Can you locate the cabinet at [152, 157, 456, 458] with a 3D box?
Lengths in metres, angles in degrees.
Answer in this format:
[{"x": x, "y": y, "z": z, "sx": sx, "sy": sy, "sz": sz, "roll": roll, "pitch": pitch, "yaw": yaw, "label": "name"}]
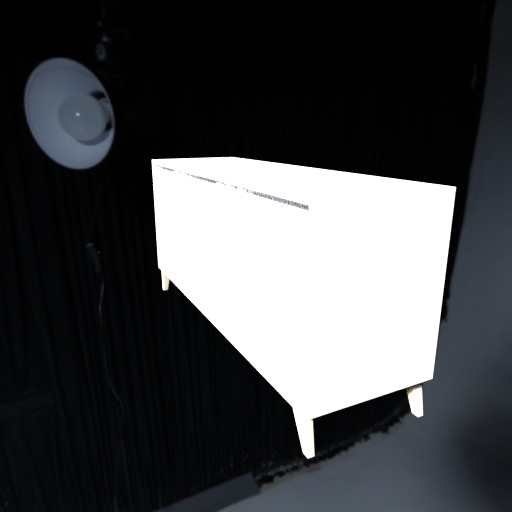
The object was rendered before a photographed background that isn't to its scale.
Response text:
[{"x": 0.000, "y": 0.000, "z": 2.019, "sx": 0.500, "sy": 0.780, "sz": 1.649, "roll": -8, "pitch": 18, "yaw": -25, "label": "cabinet"}]
